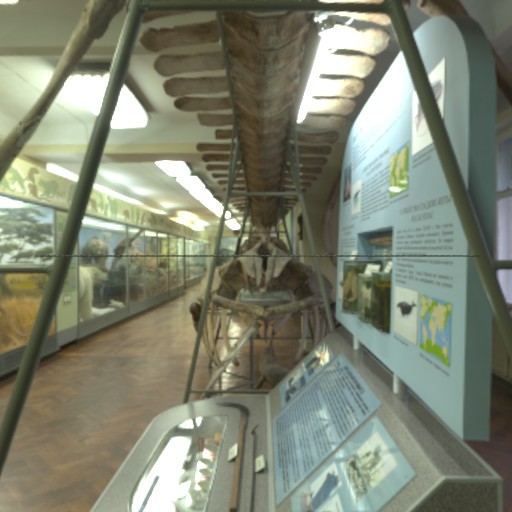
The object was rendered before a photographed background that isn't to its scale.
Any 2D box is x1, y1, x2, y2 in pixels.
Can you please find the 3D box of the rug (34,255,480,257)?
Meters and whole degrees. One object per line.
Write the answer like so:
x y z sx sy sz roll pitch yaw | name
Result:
0.000 0.000 2.590 2.286 0.008 0.686 0 0 1 | rug
